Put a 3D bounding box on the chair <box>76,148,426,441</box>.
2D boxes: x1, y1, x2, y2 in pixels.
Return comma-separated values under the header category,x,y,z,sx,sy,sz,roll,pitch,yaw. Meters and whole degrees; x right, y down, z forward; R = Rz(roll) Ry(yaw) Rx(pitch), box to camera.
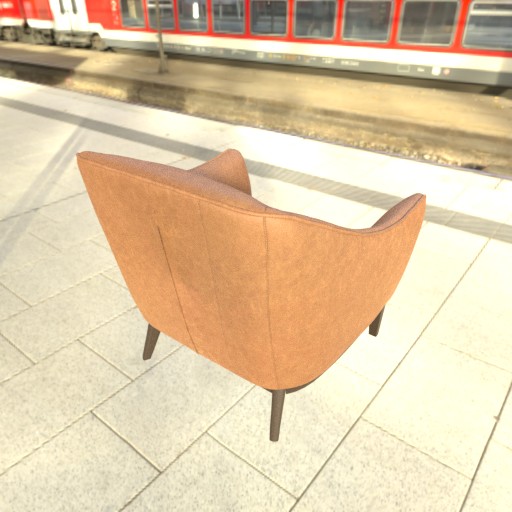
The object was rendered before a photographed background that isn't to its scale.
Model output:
category,x,y,z,sx,sy,sz,roll,pitch,yaw
chair,0.000,0.000,1.528,0.871,0.830,0.852,21,37,31
